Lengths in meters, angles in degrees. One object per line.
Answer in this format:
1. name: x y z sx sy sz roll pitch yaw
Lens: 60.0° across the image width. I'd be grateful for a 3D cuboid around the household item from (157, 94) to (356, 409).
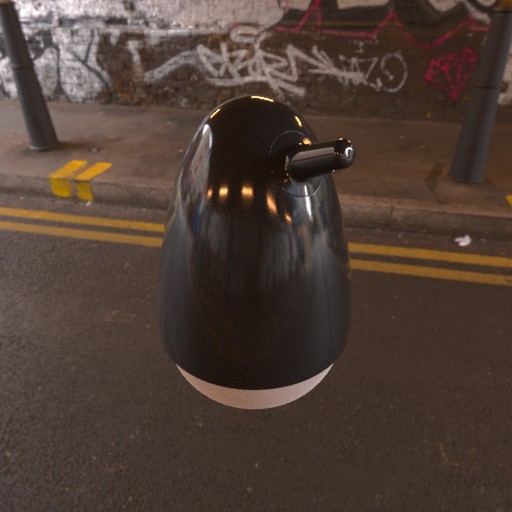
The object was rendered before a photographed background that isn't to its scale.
1. household item: 0.000 0.000 0.220 0.102 0.152 0.104 -22 37 -33
